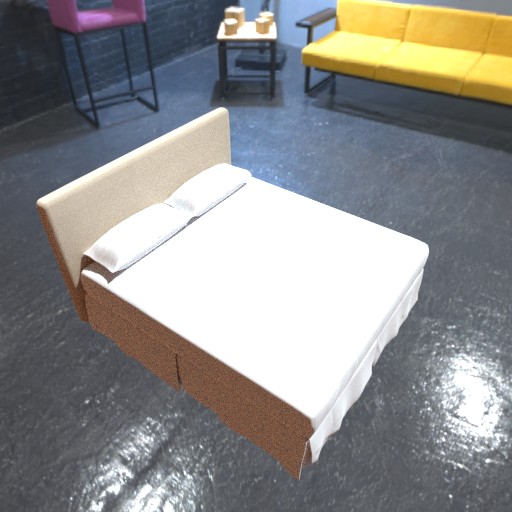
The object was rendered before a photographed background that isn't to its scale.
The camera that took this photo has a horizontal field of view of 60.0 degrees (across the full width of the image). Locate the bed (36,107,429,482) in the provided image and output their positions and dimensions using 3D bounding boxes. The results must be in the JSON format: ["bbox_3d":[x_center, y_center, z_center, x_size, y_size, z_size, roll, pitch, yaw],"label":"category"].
[{"bbox_3d":[0.000,0.000,3.599,2.319,1.317,2.119,25,47,26],"label":"bed"}]
